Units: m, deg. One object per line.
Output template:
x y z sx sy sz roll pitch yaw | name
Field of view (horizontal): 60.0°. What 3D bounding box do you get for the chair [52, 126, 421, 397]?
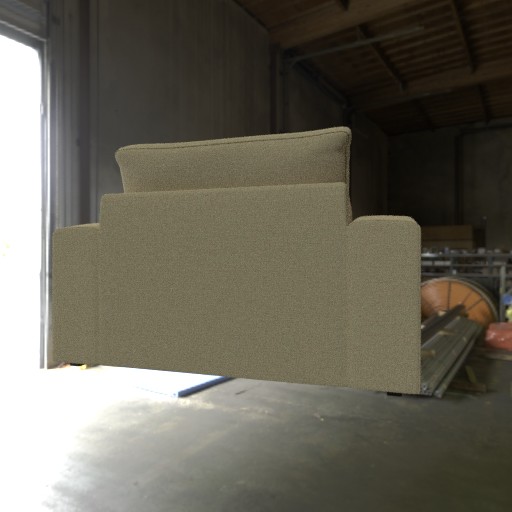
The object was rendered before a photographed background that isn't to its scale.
0.000 0.000 2.061 1.398 0.915 1.039 0 0 18 | chair
